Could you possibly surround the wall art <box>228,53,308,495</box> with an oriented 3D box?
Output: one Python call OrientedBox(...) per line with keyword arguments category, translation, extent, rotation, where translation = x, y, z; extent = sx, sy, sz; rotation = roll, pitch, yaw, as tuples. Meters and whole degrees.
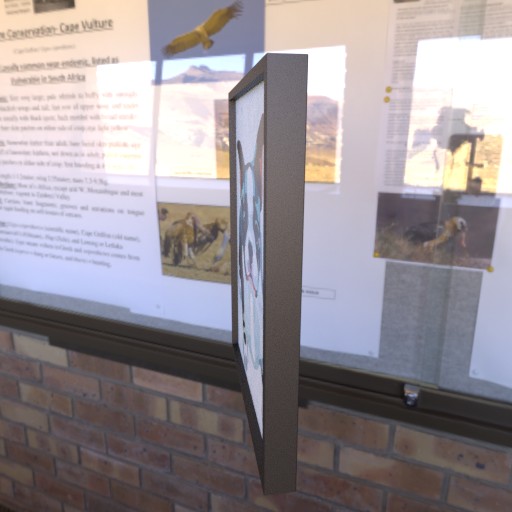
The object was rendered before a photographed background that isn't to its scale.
OrientedBox(category="wall art", translation=(0.000, 0.000, 0.495), extent=(0.030, 0.369, 0.294), rotation=(-2, 15, -8))
